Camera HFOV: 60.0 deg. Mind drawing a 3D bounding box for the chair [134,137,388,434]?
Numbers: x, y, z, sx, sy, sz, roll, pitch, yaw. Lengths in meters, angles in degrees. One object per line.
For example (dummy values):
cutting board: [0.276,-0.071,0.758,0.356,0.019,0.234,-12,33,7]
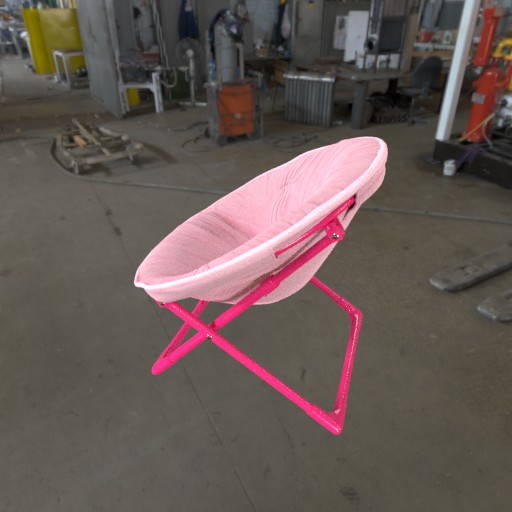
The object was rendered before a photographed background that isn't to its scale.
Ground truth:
chair: [0.000,0.000,0.916,0.459,0.494,0.522,9,32,15]
